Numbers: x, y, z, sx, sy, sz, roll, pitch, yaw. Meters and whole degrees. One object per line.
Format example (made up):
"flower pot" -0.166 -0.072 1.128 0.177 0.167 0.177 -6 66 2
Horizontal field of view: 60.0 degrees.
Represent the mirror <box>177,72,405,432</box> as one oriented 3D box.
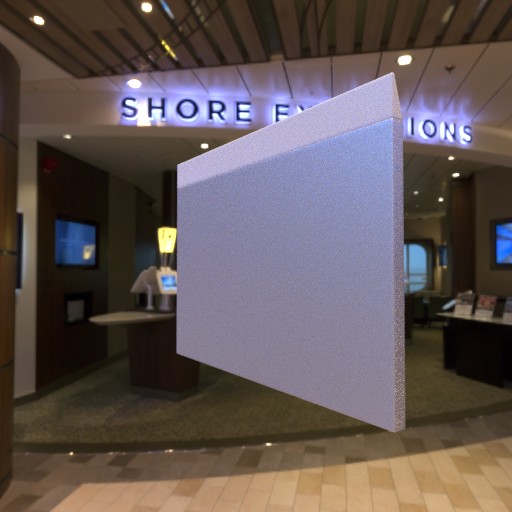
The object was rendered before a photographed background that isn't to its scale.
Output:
"mirror" 0.000 0.000 1.137 0.030 0.630 0.870 1 -2 -35
